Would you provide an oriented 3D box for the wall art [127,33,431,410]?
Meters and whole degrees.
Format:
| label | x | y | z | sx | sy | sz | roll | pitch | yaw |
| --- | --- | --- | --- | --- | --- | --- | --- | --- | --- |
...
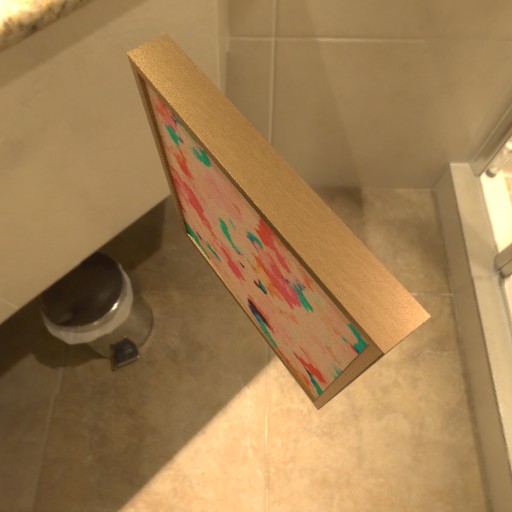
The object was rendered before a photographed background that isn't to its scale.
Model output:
| label | x | y | z | sx | sy | sz | roll | pitch | yaw |
| --- | --- | --- | --- | --- | --- | --- | --- | --- | --- |
| wall art | 0.000 | 0.000 | 0.451 | 0.038 | 0.305 | 0.304 | -34 | 69 | -14 |
